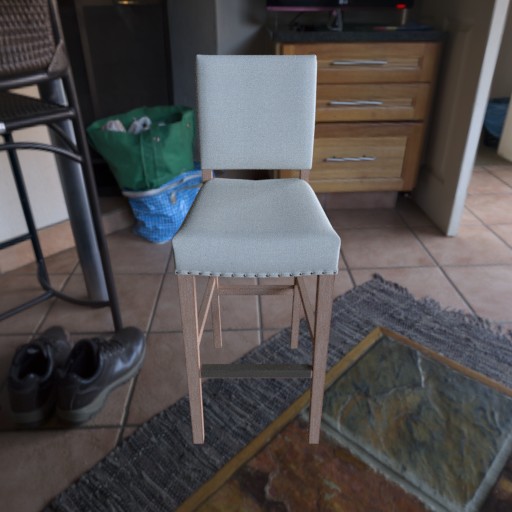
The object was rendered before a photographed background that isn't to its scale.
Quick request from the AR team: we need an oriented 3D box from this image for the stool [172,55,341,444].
[{"bbox_3d":[0.000,0.000,1.428,0.428,1.143,0.546,0,29,0],"label":"stool"}]
